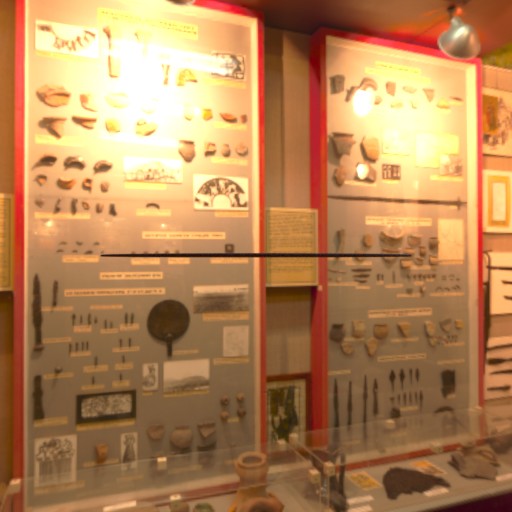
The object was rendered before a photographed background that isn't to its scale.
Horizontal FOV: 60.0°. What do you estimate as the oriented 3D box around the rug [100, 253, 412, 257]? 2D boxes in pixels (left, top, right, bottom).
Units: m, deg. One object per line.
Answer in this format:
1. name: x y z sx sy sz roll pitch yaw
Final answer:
1. rug: 0.000 0.000 2.403 1.591 0.010 1.591 0 0 0
